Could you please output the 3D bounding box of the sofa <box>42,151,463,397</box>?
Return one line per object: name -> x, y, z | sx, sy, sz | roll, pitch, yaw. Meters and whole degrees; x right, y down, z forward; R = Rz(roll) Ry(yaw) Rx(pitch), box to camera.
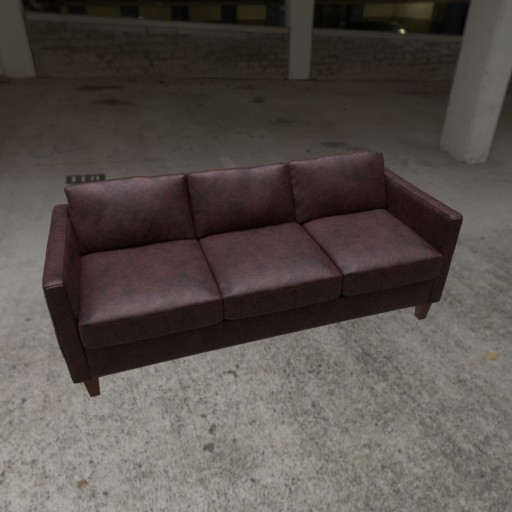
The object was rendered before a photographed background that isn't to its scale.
sofa -> 0.000, 0.000, 2.954 | 2.464, 1.006, 1.045 | -10, 33, -15
